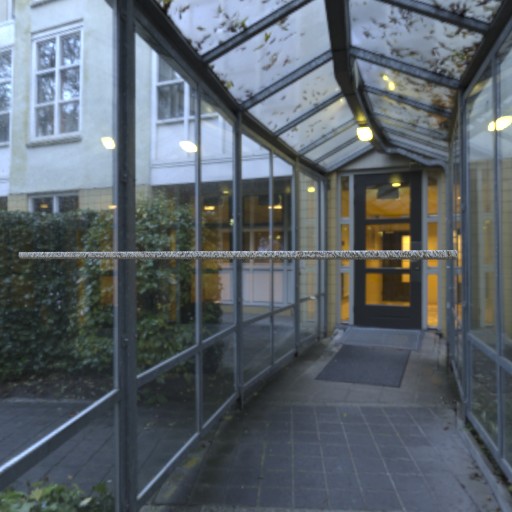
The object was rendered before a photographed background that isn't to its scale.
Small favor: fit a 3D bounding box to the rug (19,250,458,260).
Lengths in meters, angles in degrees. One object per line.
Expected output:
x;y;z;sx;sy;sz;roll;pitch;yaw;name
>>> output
0.000;0.000;2.068;1.600;0.027;1.200;0;0;18;rug
